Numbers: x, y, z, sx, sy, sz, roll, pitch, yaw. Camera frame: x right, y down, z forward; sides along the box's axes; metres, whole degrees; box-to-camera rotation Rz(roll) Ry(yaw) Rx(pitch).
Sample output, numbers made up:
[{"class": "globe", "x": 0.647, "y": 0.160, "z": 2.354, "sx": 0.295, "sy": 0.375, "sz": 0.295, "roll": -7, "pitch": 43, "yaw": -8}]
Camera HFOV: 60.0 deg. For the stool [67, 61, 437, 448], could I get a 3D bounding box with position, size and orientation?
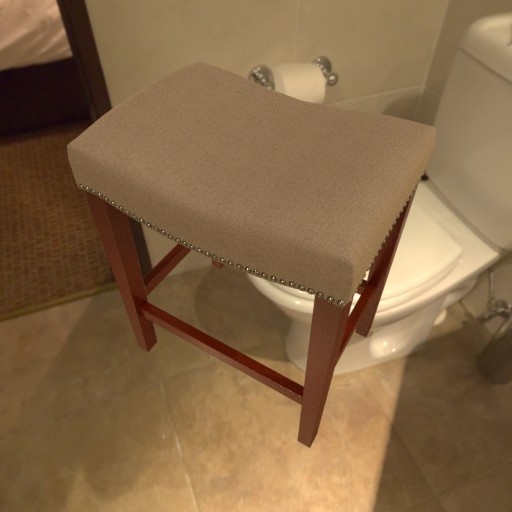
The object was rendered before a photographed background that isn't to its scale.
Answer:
[{"class": "stool", "x": 0.000, "y": 0.000, "z": 0.935, "sx": 0.509, "sy": 0.632, "sz": 0.375, "roll": 24, "pitch": 52, "yaw": 21}]
